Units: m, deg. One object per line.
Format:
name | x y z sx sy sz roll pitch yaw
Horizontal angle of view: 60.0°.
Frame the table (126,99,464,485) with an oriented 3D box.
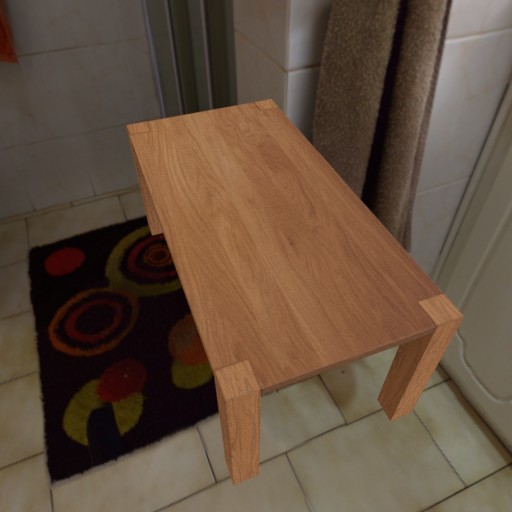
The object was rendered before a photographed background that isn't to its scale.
table | 0.000 0.000 2.328 0.900 0.760 1.800 -15 47 -15
